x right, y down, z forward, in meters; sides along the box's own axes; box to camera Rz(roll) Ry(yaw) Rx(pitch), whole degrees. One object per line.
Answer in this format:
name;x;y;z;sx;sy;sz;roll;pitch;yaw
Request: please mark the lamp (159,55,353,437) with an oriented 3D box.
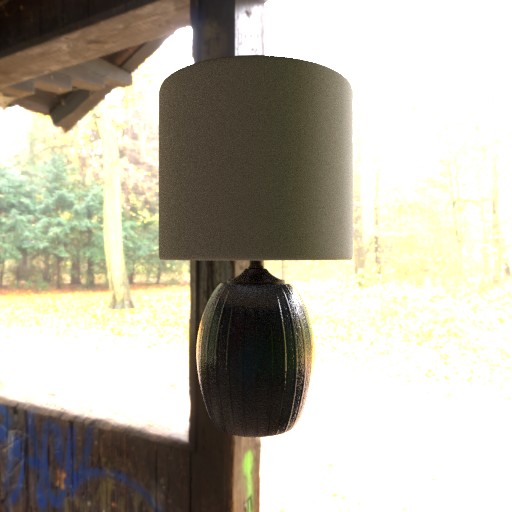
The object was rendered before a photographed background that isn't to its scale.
lamp;0.000;0.000;0.766;0.329;0.570;0.329;0;0;0
